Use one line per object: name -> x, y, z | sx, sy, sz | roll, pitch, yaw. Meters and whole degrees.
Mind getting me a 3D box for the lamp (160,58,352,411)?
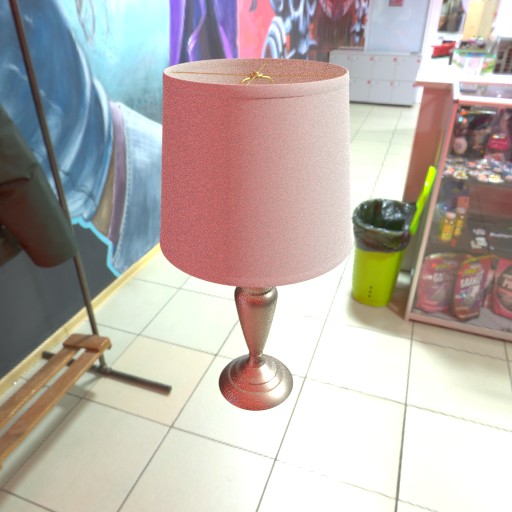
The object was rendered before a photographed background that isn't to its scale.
lamp -> 0.000, 0.000, 0.790 | 0.328, 0.619, 0.328 | 0, 30, 0
